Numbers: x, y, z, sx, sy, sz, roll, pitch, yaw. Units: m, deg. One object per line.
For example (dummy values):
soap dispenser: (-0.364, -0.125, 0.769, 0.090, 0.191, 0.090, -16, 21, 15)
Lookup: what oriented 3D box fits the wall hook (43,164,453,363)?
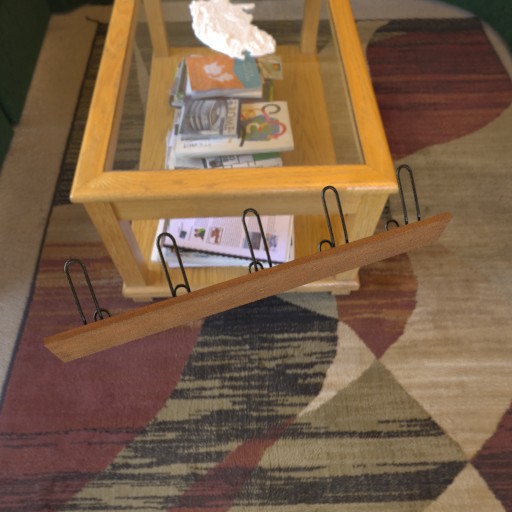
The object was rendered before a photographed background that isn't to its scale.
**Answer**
wall hook: (0.000, 0.000, 0.595, 0.554, 0.116, 0.076, -17, 60, -10)
